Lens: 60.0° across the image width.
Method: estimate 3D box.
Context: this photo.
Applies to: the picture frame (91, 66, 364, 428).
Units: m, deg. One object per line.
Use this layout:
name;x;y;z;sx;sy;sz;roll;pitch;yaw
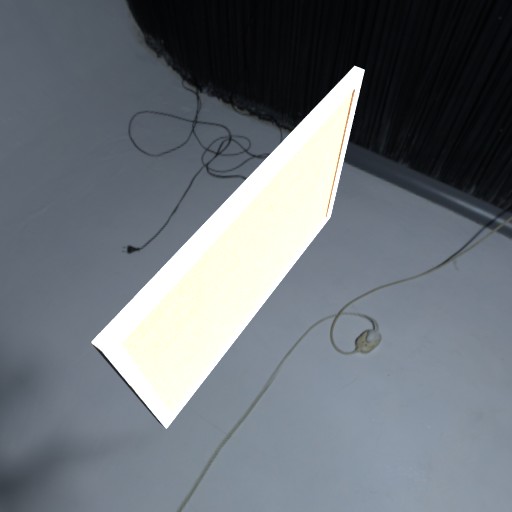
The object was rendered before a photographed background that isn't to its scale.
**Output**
picture frame;0.000;0.000;1.240;0.029;0.640;0.950;31;63;18
